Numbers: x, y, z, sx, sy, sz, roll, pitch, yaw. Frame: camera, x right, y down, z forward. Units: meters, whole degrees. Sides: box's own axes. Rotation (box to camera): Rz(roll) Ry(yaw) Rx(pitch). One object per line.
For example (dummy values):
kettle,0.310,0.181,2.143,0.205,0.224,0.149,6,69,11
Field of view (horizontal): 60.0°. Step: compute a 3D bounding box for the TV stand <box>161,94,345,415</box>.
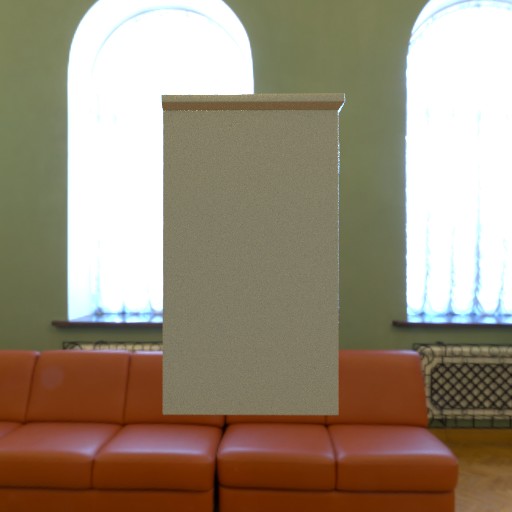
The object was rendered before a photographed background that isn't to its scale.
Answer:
TV stand,0.000,0.000,1.409,0.344,0.603,1.167,0,0,1
